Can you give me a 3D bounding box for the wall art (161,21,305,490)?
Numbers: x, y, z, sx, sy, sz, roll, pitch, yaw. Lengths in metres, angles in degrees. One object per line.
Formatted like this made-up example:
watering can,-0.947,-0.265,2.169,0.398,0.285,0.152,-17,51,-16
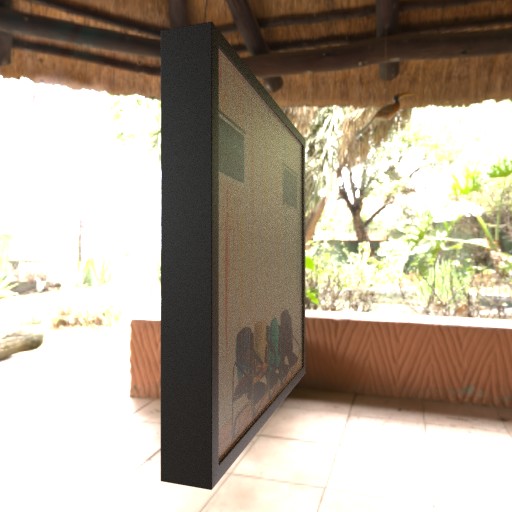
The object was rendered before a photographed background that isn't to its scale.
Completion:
wall art,0.000,0.000,0.437,0.038,0.304,0.304,0,0,18
